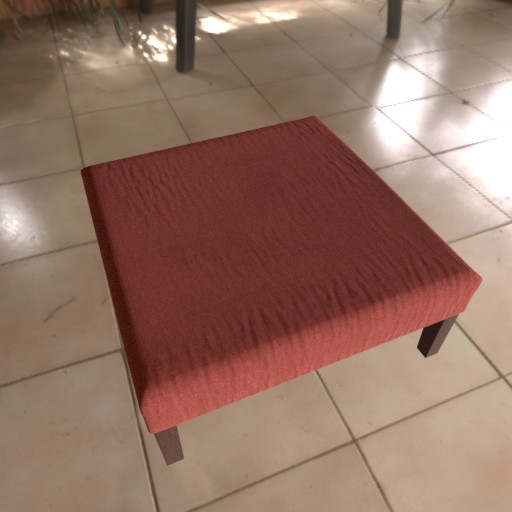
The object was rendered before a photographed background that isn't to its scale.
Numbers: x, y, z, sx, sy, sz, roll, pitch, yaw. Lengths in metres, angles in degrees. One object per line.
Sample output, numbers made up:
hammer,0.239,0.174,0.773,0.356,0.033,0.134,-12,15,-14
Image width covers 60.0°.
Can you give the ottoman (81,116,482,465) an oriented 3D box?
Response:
ottoman,0.000,0.000,1.406,0.889,0.411,0.890,-17,49,-16
